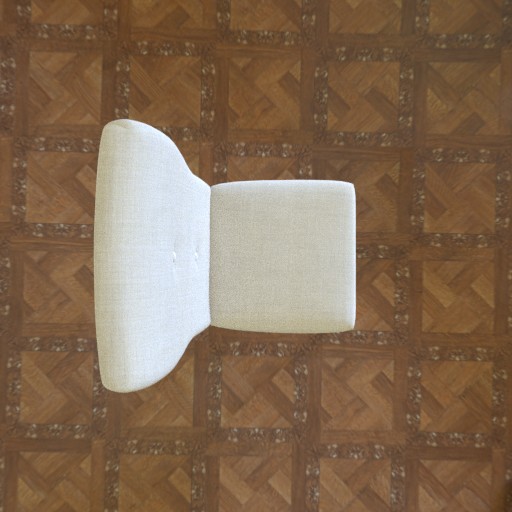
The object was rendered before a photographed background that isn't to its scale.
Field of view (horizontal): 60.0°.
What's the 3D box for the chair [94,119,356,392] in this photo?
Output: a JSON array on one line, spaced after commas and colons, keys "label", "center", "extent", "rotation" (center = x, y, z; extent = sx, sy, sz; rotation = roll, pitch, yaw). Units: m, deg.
[{"label": "chair", "center": [0.000, 0.000, 1.265], "extent": [0.597, 0.921, 0.509], "rotation": [0, 90, 0]}]
